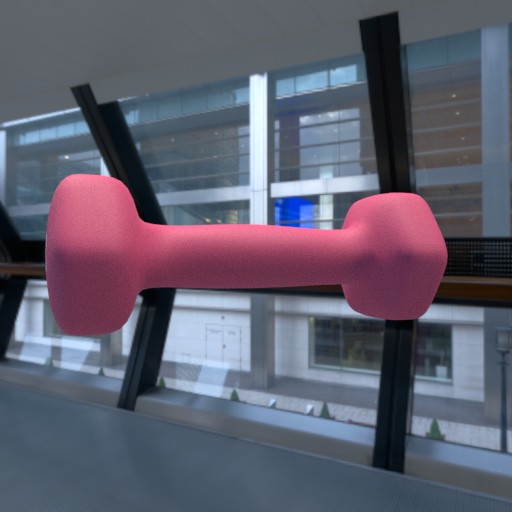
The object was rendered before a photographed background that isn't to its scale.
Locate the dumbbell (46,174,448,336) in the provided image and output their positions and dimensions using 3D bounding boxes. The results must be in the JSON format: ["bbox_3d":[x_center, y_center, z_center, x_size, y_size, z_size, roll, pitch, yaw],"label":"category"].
[{"bbox_3d":[0.000,0.000,0.171,0.146,0.053,0.058,0,-1,-18],"label":"dumbbell"}]
